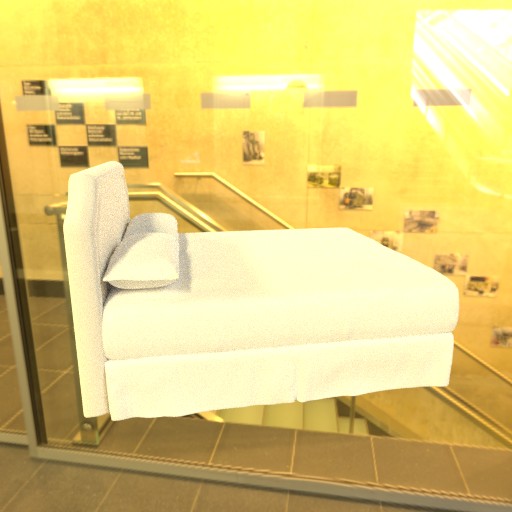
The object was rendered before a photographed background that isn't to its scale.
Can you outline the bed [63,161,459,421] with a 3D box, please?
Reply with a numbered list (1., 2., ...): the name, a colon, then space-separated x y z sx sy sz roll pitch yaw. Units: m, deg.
1. bed: 0.000 0.000 3.756 2.548 1.524 2.134 -3 15 -10
